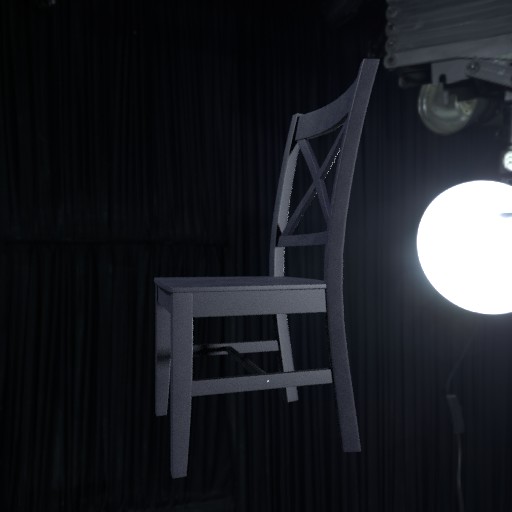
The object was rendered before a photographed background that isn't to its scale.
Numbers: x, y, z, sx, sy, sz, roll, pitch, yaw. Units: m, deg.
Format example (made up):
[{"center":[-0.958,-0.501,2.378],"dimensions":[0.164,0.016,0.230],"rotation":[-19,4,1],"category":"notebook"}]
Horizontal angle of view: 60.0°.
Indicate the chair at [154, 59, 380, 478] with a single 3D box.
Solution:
[{"center":[0.000,0.000,1.261],"dimensions":[0.542,0.983,0.485],"rotation":[0,0,-18],"category":"chair"}]
